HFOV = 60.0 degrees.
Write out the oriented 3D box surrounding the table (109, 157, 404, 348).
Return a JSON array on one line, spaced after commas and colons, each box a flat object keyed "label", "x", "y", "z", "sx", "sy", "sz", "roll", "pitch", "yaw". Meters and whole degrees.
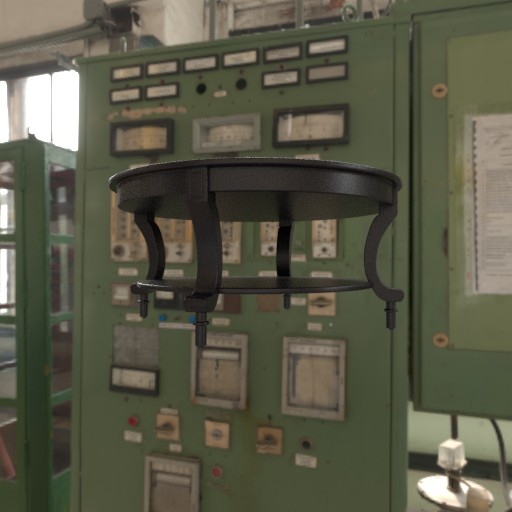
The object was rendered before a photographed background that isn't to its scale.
[{"label": "table", "x": 0.000, "y": 0.000, "z": 1.623, "sx": 1.029, "sy": 0.491, "sz": 1.029, "roll": 0, "pitch": 0, "yaw": 0}]
